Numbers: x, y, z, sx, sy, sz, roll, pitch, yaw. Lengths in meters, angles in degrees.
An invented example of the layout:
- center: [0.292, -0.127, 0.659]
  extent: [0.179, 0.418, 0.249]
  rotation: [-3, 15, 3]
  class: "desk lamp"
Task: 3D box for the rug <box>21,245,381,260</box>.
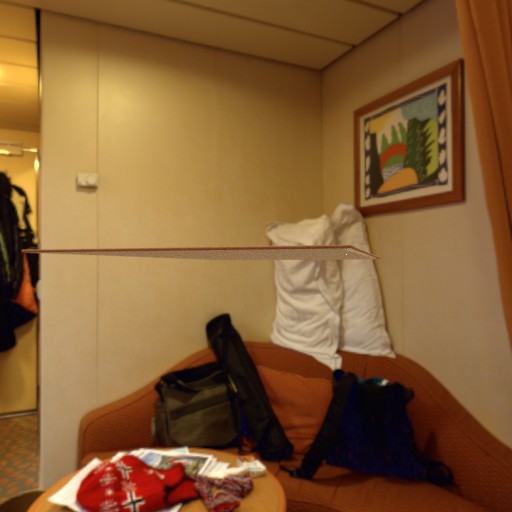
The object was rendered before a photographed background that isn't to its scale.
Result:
- center: [0.000, 0.000, 2.995]
  extent: [1.524, 0.014, 2.438]
  rotation: [0, -1, 18]
  class: "rug"
